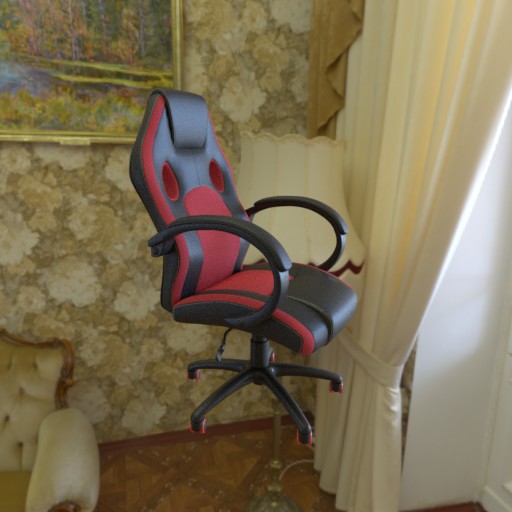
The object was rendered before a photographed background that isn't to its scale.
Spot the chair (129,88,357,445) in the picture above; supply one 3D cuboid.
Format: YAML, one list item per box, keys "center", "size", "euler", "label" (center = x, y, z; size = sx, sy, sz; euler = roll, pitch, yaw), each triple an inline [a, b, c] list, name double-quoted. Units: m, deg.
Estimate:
- center: [0.000, 0.000, 1.642]
  size: [0.724, 1.187, 0.673]
  euler: [7, 16, 26]
  label: "chair"
